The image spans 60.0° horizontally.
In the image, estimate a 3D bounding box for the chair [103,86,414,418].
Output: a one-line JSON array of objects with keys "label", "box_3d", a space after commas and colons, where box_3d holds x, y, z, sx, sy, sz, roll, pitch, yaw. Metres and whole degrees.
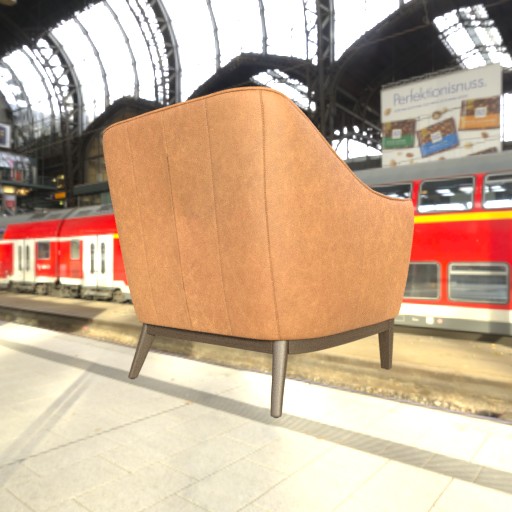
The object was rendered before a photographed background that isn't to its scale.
[{"label": "chair", "box_3d": [0.000, 0.000, 1.557, 0.871, 0.830, 0.852, 0, 0, 37]}]
